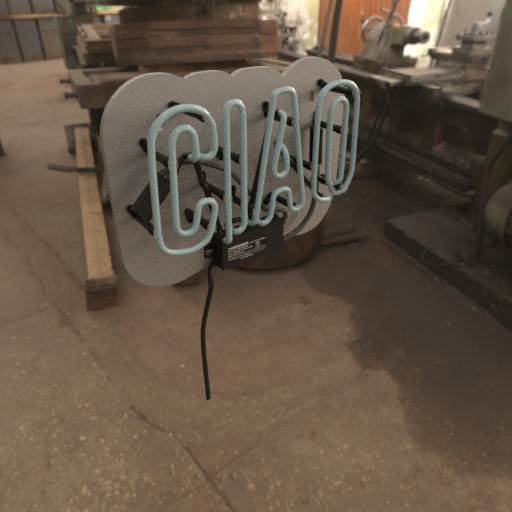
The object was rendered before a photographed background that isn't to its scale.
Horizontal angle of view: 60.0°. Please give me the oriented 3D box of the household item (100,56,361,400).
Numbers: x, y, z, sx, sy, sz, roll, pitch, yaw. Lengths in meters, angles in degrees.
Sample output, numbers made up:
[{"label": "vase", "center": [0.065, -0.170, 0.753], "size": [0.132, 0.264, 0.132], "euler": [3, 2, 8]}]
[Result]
[{"label": "household item", "center": [0.000, 0.000, 0.372], "size": [0.211, 0.294, 0.042], "euler": [-21, 36, -31]}]
